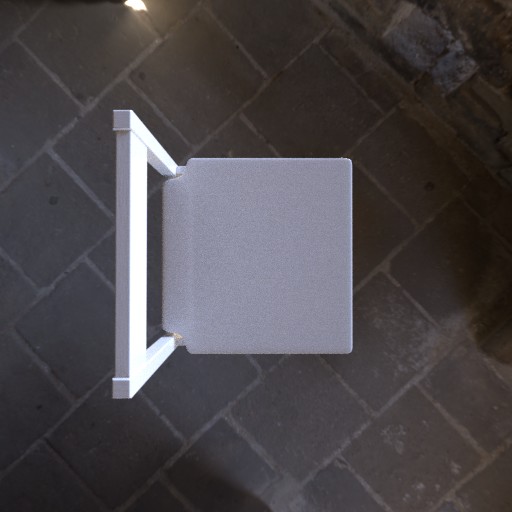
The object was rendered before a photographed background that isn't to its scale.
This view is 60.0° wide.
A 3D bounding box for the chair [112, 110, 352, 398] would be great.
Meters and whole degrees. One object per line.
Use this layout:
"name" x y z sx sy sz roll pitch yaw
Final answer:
"chair" 0.000 0.000 0.878 0.361 0.668 0.367 0 90 0
